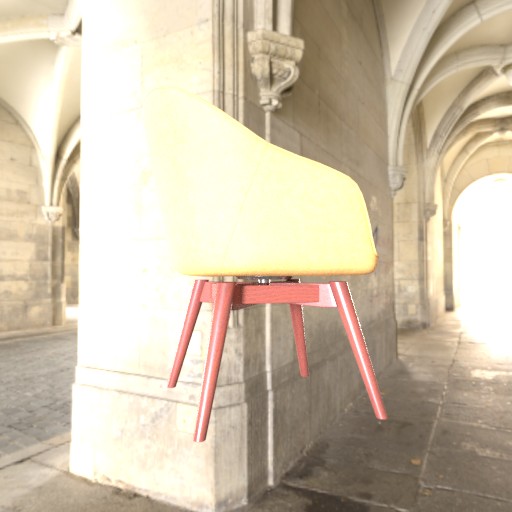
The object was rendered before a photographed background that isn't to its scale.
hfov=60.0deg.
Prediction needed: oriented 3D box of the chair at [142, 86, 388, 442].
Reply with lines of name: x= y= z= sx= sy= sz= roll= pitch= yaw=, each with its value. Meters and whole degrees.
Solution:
chair: x=0.000 y=0.000 z=1.266 sx=0.635 sy=0.823 sz=0.596 roll=1 pitch=-2 yaw=-18
